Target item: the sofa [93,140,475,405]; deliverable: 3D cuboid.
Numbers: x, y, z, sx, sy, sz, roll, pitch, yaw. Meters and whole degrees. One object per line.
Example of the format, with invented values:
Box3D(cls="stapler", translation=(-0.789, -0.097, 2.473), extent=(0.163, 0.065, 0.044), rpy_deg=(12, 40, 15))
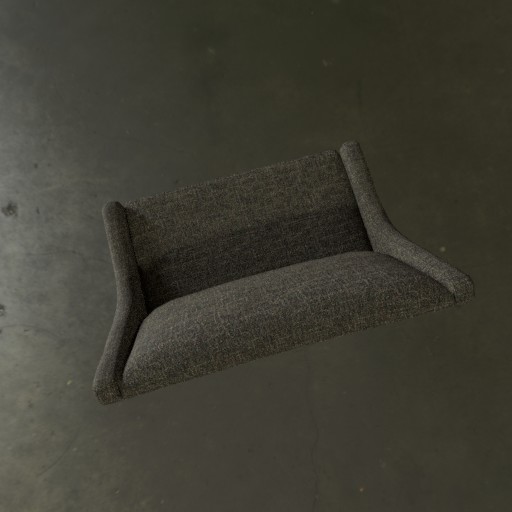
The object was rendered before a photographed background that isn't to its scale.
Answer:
Box3D(cls="sofa", translation=(0.000, 0.000, 1.920), extent=(1.242, 1.021, 0.870), rpy_deg=(-15, 77, -4))
